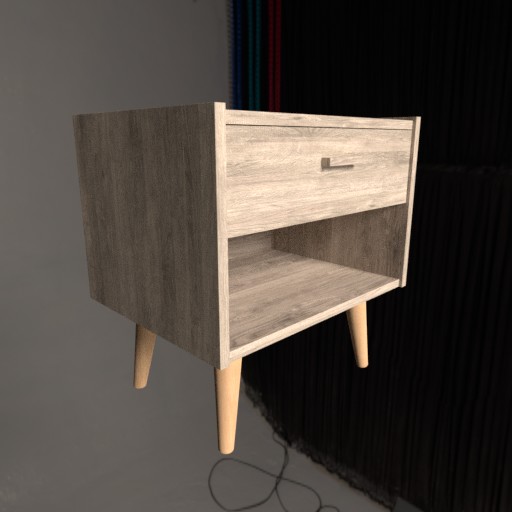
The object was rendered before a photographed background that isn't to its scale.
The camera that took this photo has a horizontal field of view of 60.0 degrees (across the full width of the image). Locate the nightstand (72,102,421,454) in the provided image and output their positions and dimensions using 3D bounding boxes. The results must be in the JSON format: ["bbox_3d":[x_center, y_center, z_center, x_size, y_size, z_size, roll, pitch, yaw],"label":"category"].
[{"bbox_3d":[0.000,0.000,0.829,0.480,0.500,0.380,-14,20,-43],"label":"nightstand"}]
